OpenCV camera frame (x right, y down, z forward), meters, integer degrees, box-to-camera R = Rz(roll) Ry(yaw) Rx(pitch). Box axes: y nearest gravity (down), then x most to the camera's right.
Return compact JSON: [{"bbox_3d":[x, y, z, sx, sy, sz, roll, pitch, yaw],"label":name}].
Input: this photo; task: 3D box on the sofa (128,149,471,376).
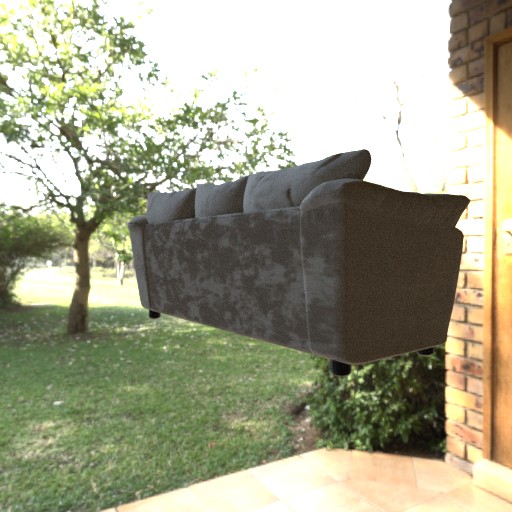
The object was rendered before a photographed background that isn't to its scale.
[{"bbox_3d":[0.000,0.000,2.818,0.893,0.981,2.377,-1,1,-36],"label":"sofa"}]
